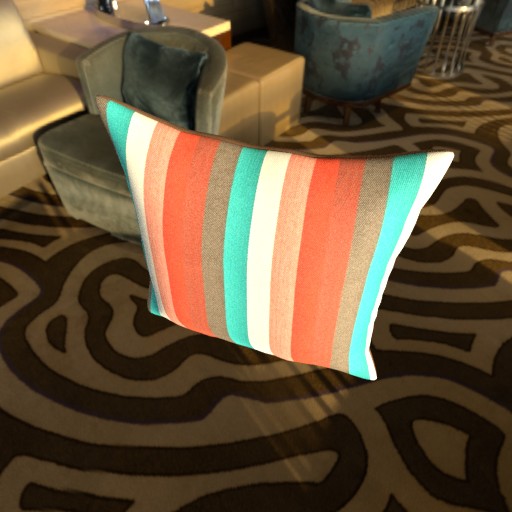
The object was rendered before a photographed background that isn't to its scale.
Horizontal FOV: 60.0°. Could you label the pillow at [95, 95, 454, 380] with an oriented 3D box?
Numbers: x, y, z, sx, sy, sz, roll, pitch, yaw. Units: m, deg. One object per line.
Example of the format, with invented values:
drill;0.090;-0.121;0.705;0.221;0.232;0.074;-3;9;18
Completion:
pillow;0.000;0.000;0.680;0.453;0.443;0.168;14;44;15
